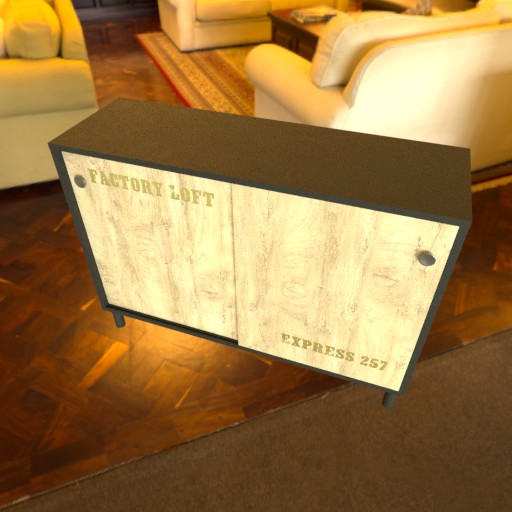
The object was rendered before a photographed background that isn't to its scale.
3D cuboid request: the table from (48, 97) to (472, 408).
[{"bbox_3d":[0.000,0.000,1.594,1.200,0.855,0.400,13,42,15],"label":"table"}]
